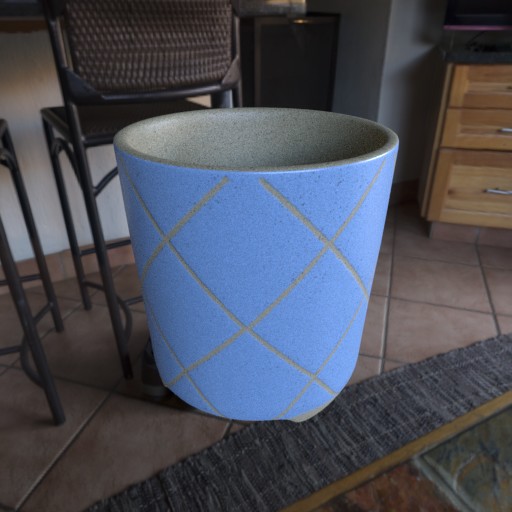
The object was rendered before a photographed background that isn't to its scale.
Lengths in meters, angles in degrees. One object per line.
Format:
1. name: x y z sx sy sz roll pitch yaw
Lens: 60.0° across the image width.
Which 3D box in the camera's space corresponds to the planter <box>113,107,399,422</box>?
1. planter: 0.000 0.000 0.420 0.227 0.235 0.227 0 28 0
